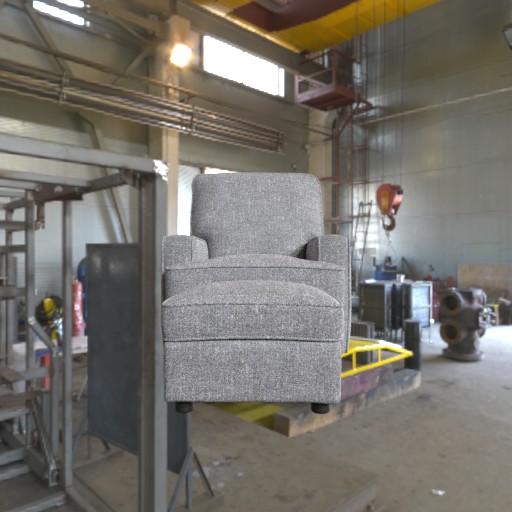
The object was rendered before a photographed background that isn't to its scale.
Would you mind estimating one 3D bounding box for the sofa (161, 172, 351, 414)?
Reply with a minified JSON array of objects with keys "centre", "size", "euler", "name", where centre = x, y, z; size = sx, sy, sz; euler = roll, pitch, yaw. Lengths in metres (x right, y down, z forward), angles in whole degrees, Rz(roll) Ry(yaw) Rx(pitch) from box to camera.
[{"centre":[0.000,0.000,2.043],"size":[0.861,0.959,1.472],"euler":[0,1,1],"name":"sofa"}]
